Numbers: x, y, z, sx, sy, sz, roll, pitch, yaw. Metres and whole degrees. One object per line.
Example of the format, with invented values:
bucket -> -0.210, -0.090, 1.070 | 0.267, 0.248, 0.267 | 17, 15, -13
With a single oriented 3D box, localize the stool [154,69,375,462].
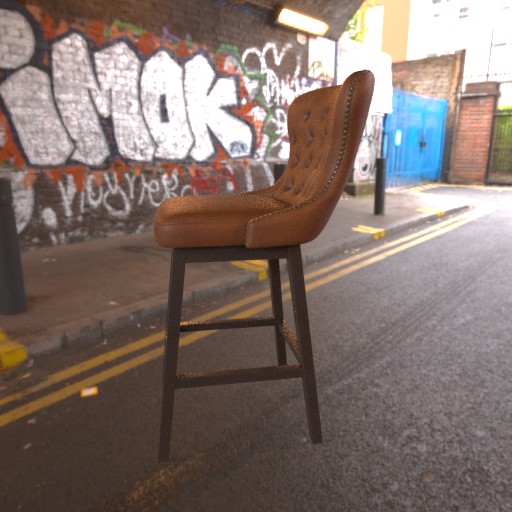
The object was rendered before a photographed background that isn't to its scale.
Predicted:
stool -> 0.000, 0.000, 1.283 | 0.593, 0.971, 0.528 | -2, 14, -10
